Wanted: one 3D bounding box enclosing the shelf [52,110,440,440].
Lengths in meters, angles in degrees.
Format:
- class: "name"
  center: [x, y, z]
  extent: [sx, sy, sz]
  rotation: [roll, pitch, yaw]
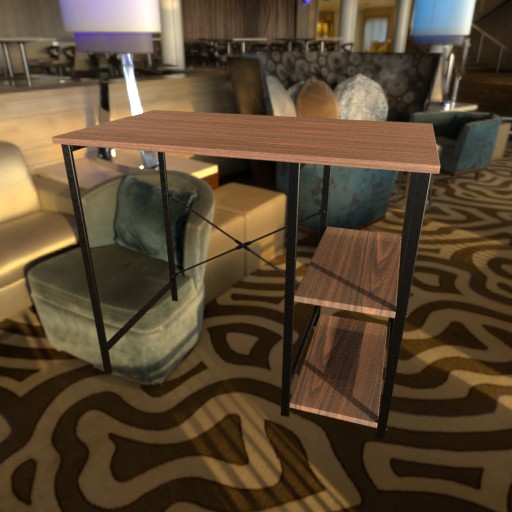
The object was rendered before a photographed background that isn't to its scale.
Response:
- class: "shelf"
  center: [0.000, 0.000, 1.348]
  extent: [0.902, 0.750, 0.498]
  rotation: [8, 27, 16]
